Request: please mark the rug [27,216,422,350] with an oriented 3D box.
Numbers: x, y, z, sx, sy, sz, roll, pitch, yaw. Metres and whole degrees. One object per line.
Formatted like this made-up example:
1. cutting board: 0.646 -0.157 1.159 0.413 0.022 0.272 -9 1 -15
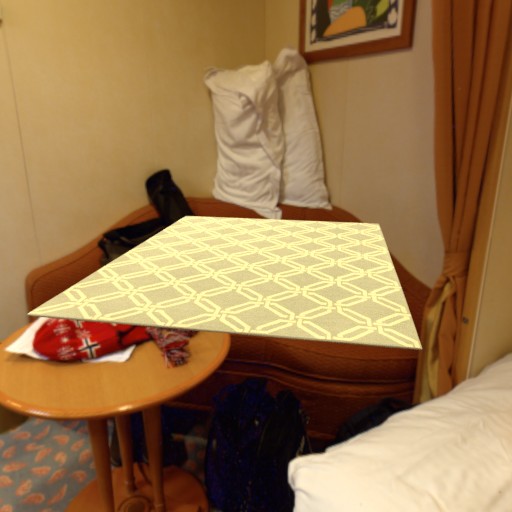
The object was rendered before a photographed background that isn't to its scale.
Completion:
1. rug: 0.000 0.000 3.839 2.288 0.018 2.895 3 17 10
